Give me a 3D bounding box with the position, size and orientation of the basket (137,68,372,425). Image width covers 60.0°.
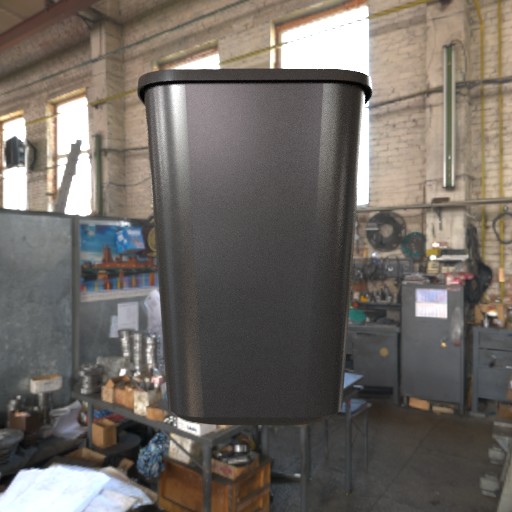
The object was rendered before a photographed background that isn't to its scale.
[{"bbox_3d":[0.000,0.000,0.511,0.211,0.307,0.300,0,0,1],"label":"basket"}]
